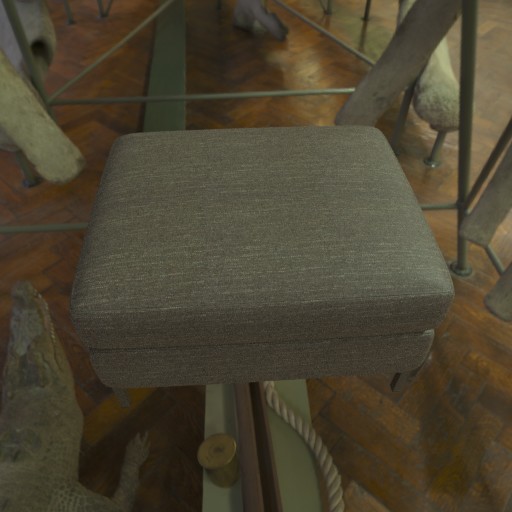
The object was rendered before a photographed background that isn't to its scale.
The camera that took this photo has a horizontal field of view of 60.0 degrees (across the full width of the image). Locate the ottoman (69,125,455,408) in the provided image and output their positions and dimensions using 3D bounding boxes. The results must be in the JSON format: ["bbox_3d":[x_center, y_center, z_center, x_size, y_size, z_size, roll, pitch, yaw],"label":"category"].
[{"bbox_3d":[0.000,0.000,1.241,0.820,0.490,0.671,-3,47,-2],"label":"ottoman"}]
